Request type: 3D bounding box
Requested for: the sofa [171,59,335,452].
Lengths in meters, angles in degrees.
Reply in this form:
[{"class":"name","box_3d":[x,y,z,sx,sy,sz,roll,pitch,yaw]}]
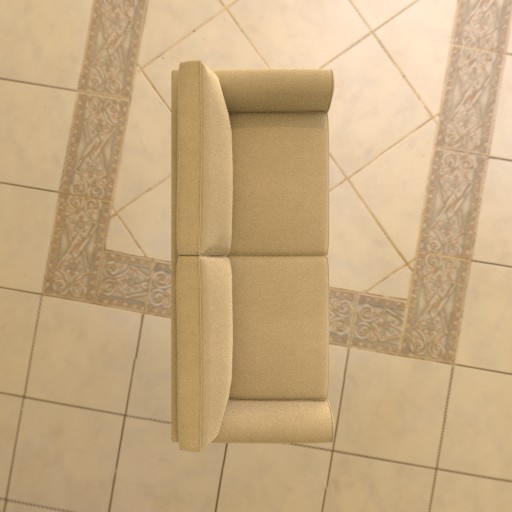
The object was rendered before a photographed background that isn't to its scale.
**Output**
[{"class":"sofa","box_3d":[0.000,0.000,2.645,0.901,0.962,2.146,0,90,1]}]
